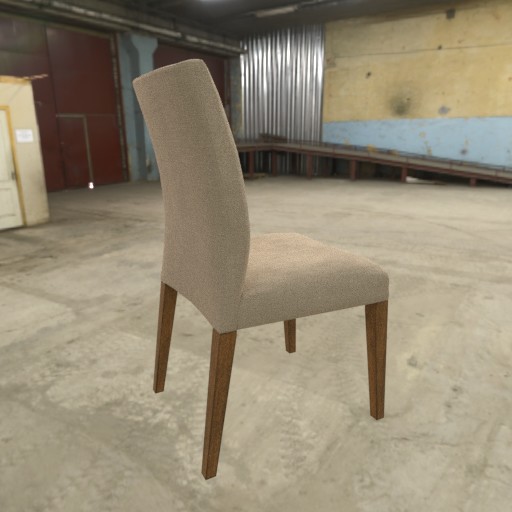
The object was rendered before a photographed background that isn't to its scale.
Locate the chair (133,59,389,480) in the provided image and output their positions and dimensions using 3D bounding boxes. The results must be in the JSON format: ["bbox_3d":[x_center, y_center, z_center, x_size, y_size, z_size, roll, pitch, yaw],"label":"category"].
[{"bbox_3d":[0.000,0.000,1.252,0.585,0.940,0.496,-8,17,-27],"label":"chair"}]
